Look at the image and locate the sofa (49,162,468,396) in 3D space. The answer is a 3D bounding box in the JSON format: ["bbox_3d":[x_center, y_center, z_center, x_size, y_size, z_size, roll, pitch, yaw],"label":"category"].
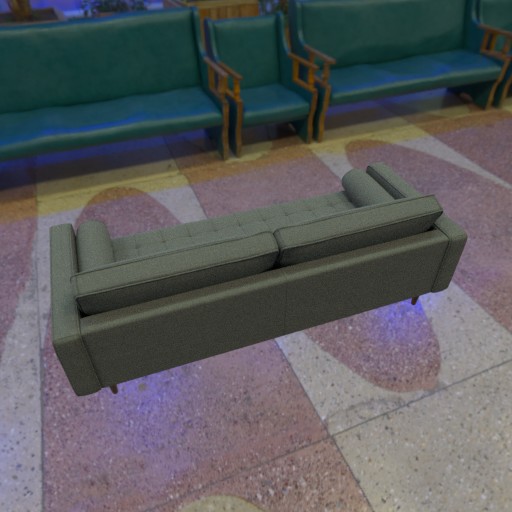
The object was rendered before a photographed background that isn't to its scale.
[{"bbox_3d":[0.000,0.000,2.611,2.198,0.762,0.914,-13,42,-15],"label":"sofa"}]
